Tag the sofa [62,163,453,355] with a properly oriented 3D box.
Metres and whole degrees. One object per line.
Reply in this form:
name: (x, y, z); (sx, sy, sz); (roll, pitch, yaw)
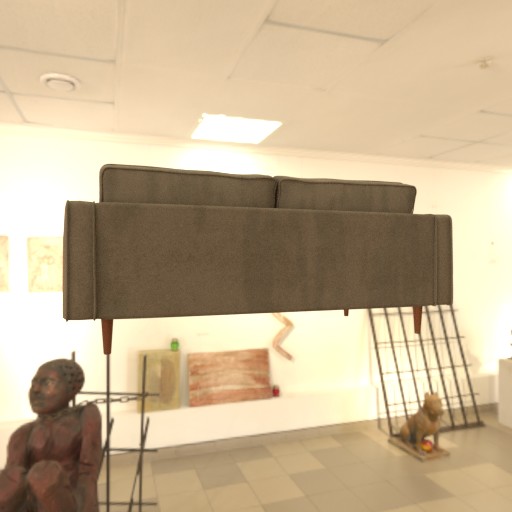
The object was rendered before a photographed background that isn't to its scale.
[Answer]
sofa: (0.000, 0.000, 2.457); (1.920, 0.825, 0.924); (0, 0, -19)
